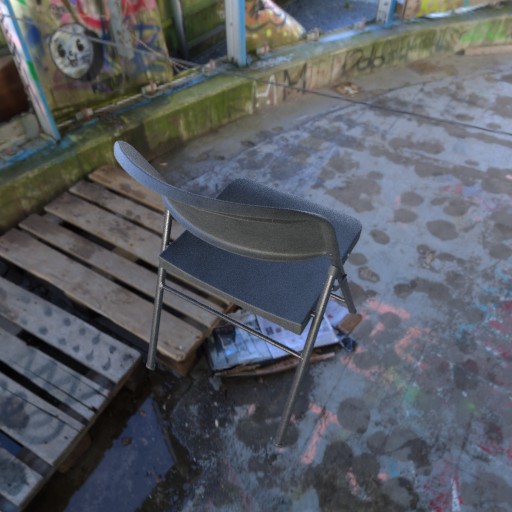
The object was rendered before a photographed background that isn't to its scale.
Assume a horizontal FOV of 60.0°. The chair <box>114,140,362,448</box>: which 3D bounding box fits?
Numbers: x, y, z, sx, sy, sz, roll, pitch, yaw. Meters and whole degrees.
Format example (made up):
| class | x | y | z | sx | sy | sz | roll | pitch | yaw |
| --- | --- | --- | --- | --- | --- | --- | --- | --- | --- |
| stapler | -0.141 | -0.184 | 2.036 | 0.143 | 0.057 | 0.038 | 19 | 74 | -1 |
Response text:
| class | x | y | z | sx | sy | sz | roll | pitch | yaw |
| --- | --- | --- | --- | --- | --- | --- | --- | --- | --- |
| chair | 0.000 | 0.000 | 1.188 | 0.494 | 0.810 | 0.567 | 24 | 51 | 21 |
